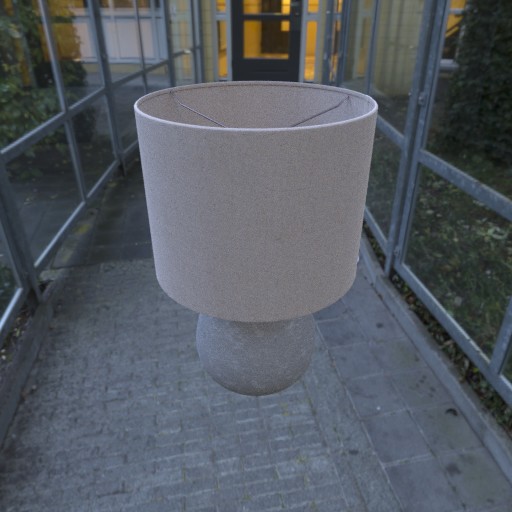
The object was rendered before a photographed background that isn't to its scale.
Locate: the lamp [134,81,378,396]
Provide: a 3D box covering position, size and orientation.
[{"bbox_3d":[0.000,0.000,0.603,0.269,0.409,0.269,2,30,3],"label":"lamp"}]
